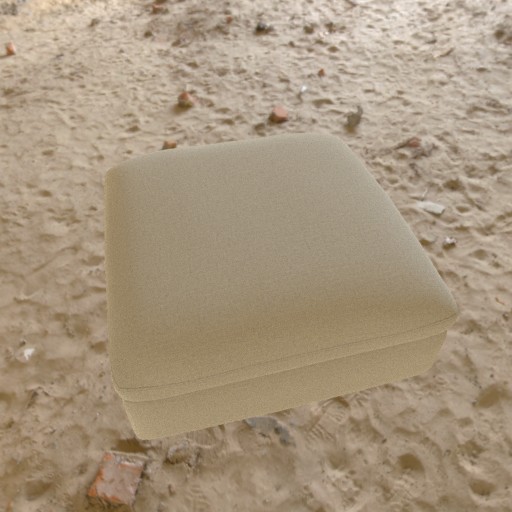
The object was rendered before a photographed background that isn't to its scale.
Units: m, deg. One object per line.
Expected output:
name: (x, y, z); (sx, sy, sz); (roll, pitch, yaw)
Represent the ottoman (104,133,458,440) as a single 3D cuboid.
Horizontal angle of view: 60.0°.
ottoman: (0.000, 0.000, 1.551); (0.977, 0.467, 0.996); (-10, 48, -10)
